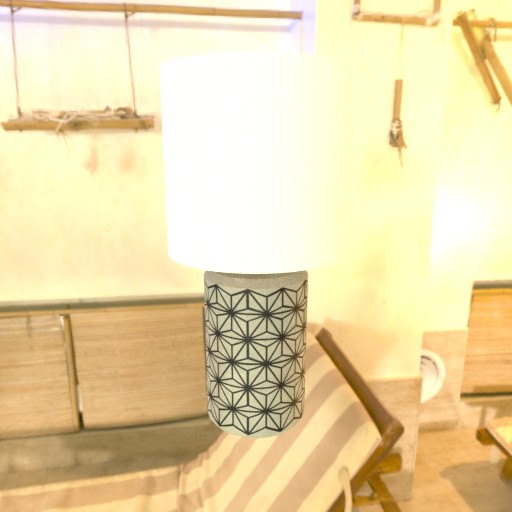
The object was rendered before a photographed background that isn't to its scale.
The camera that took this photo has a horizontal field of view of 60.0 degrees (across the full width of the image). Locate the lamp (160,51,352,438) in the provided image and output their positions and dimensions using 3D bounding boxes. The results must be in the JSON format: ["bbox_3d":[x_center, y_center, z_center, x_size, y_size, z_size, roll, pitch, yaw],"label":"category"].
[{"bbox_3d":[0.000,0.000,0.533,0.206,0.416,0.206,-2,14,-9],"label":"lamp"}]
